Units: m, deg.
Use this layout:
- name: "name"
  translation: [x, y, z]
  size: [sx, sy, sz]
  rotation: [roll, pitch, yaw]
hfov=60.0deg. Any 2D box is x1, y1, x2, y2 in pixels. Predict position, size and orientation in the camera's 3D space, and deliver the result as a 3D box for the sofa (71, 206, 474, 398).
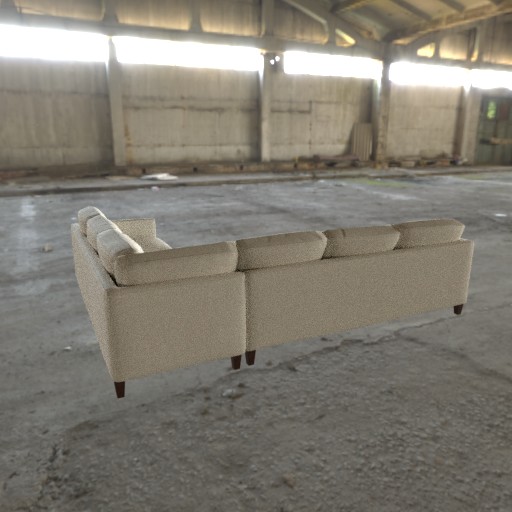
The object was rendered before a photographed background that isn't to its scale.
- name: "sofa"
  translation: [0.000, 0.000, 4.517]
  size: [3.302, 0.947, 2.593]
  rotation: [-7, 16, -25]
